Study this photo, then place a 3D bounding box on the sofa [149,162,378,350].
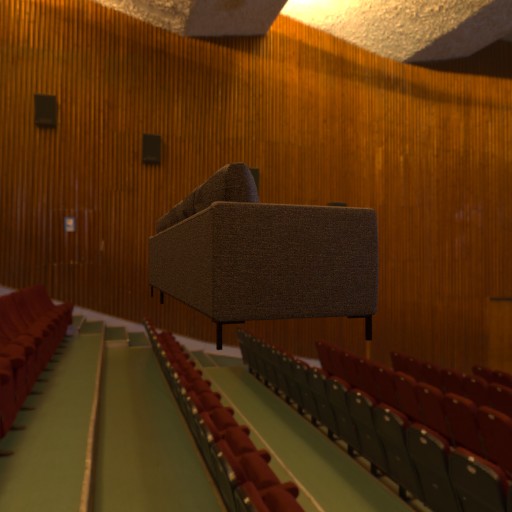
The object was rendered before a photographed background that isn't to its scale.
[{"bbox_3d":[0.000,0.000,3.711,1.483,0.892,3.221,0,-1,-19],"label":"sofa"}]
